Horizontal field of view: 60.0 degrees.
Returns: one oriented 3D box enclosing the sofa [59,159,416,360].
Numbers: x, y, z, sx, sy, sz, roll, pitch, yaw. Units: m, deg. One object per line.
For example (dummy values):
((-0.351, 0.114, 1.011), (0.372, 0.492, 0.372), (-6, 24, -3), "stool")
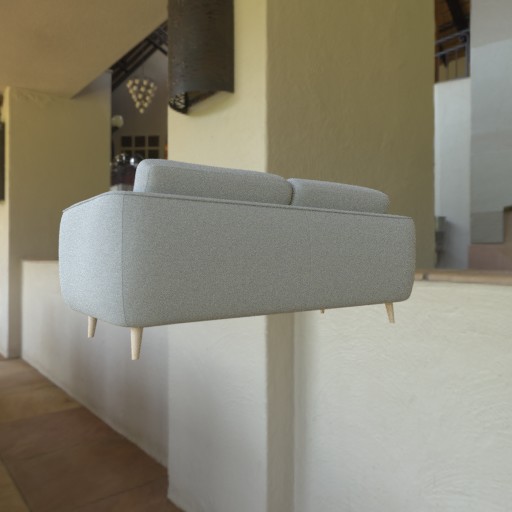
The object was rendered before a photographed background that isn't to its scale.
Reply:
((0.000, 0.000, 2.563), (2.000, 0.850, 0.920), (0, 0, -36), "sofa")
